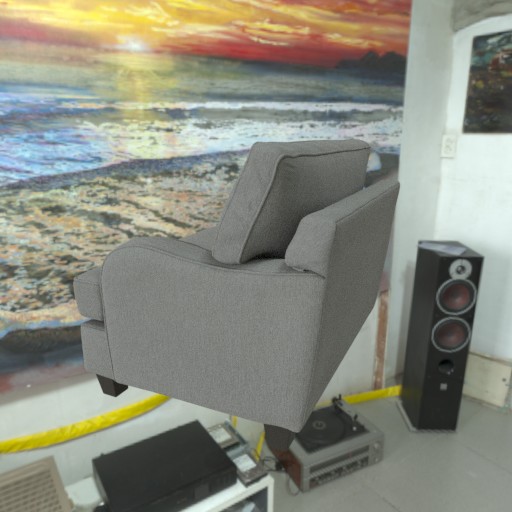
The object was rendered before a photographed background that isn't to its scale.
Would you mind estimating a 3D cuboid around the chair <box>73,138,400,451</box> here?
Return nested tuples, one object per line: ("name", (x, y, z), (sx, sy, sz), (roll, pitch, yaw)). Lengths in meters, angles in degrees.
("chair", (0.000, 0.000, 1.990), (1.041, 1.016, 1.220), (7, 17, 25))
